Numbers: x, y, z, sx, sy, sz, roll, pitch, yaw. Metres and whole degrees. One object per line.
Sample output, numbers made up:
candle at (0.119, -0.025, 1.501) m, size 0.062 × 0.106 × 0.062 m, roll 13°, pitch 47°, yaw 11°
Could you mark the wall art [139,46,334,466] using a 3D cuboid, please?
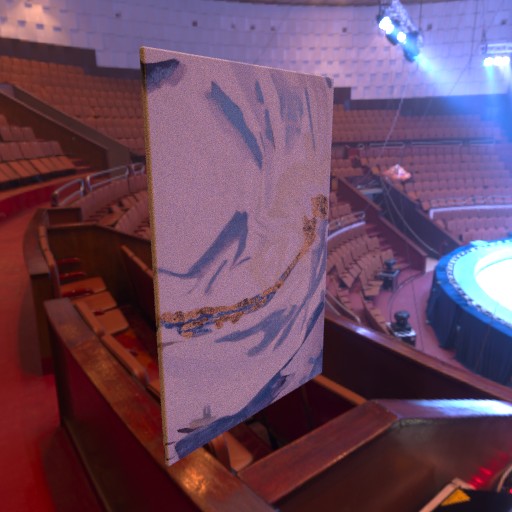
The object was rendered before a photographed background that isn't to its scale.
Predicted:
wall art at (0.000, 0.000, 1.144) m, size 0.016 × 0.914 × 0.610 m, roll 14°, pitch 20°, yaw 42°
